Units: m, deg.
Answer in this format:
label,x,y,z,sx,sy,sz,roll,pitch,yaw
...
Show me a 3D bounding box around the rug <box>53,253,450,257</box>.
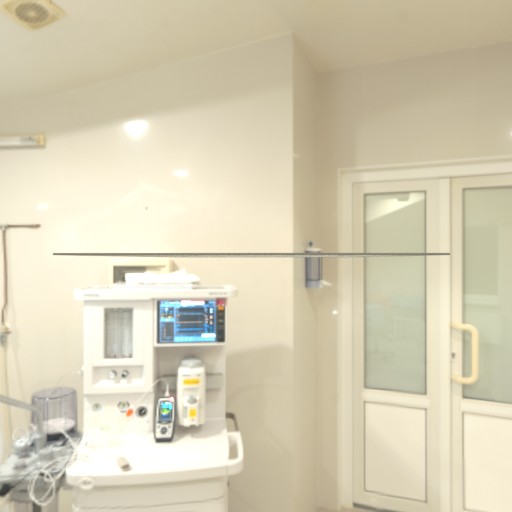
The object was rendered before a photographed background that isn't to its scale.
label,x,y,z,sx,sy,sz,roll,pitch,yaw
rug,0.000,0.000,4.300,2.393,0.013,3.307,0,0,1
